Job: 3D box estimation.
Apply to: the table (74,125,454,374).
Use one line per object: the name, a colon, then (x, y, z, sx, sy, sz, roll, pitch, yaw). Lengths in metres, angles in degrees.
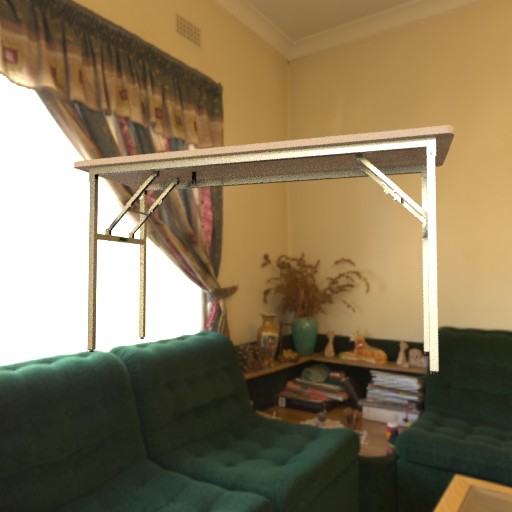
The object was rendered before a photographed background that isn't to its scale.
table: (0.000, 0.000, 1.732, 1.397, 0.750, 0.446, -1, -3, 18)
